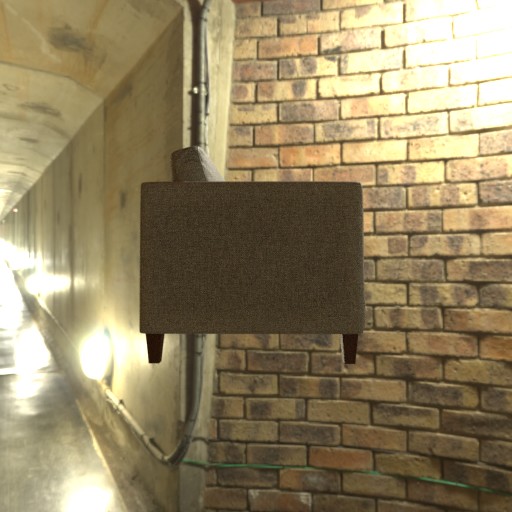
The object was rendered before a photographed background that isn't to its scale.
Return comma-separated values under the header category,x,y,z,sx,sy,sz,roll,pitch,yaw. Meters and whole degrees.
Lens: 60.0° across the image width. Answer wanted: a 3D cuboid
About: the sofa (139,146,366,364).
category,x,y,z,sx,sy,sz,roll,pitch,yaw
sofa,0.000,0.000,2.993,0.948,0.951,2.434,0,-1,1
